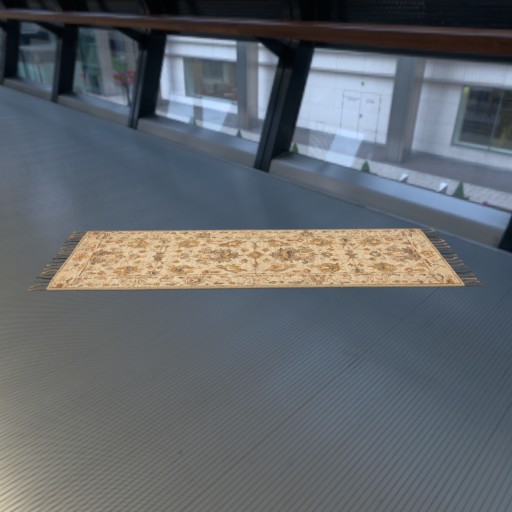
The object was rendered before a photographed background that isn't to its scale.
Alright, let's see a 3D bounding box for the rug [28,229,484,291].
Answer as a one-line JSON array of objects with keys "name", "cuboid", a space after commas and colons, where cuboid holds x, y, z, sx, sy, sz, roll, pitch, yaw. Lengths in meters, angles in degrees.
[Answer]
[{"name": "rug", "cuboid": [0.000, 0.000, 2.671, 2.438, 0.021, 0.729, -1, 29, -1]}]
